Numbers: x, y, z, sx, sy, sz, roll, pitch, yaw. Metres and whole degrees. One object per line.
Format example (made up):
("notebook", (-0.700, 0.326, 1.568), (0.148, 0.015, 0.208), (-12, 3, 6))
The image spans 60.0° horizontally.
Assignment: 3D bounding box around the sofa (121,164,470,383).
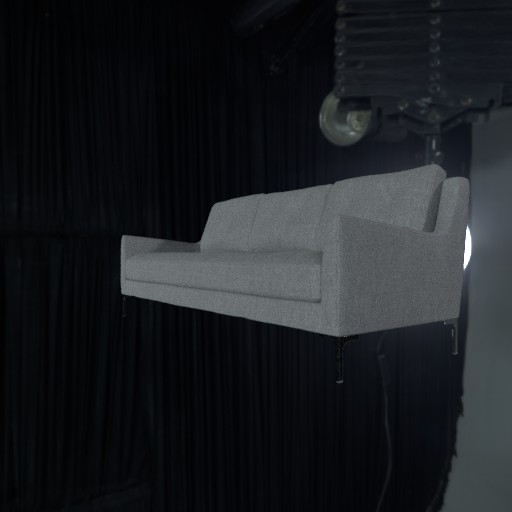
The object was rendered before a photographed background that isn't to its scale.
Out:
("sofa", (0.000, 0.000, 2.512), (0.849, 0.837, 2.060), (0, 0, -37))
